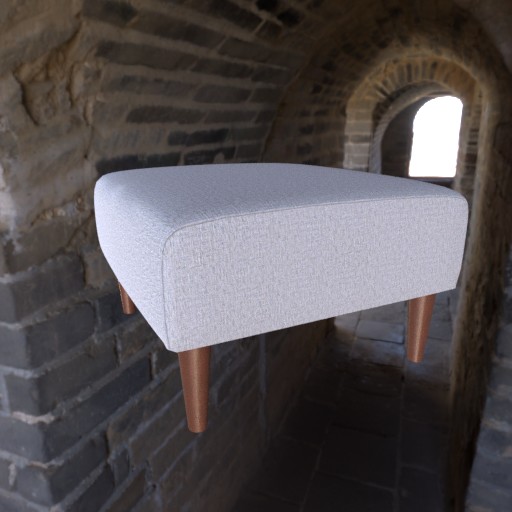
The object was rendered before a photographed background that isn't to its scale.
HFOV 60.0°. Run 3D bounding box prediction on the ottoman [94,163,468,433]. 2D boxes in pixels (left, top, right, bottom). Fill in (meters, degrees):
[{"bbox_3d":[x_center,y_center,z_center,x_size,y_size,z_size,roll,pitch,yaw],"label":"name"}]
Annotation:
[{"bbox_3d":[0.000,0.000,1.049,0.648,0.399,0.655,-8,18,-26],"label":"ottoman"}]
